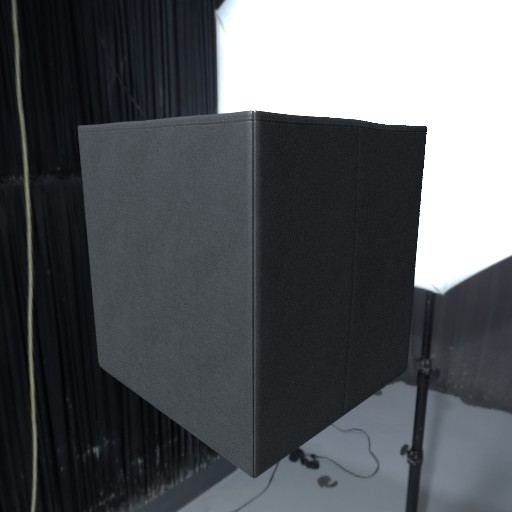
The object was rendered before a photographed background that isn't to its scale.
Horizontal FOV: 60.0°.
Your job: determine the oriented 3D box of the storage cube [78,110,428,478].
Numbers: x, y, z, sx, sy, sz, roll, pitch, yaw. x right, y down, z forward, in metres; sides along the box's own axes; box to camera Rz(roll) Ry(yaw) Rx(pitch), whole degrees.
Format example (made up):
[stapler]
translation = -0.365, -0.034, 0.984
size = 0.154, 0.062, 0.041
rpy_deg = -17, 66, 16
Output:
[storage cube]
translation = 0.000, 0.000, 0.496
size = 0.270, 0.280, 0.270
rpy_deg = -13, 18, -43
